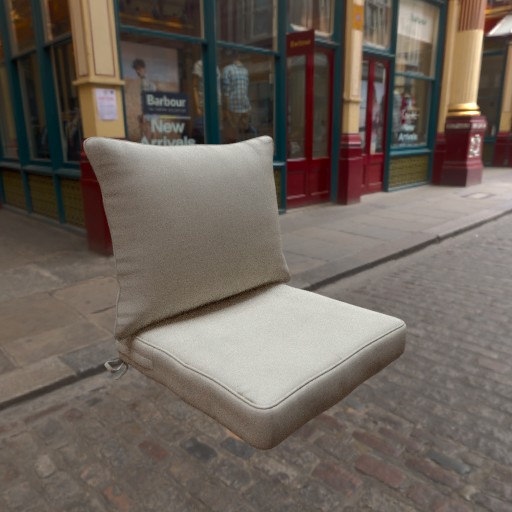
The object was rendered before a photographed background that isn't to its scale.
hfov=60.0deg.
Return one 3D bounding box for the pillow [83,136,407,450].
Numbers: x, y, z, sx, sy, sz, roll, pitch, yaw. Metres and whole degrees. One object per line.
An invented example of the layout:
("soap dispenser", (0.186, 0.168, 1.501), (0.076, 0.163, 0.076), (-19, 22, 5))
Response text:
("pillow", (0.000, 0.000, 1.372), (0.733, 0.716, 0.798), (14, 21, 42))
